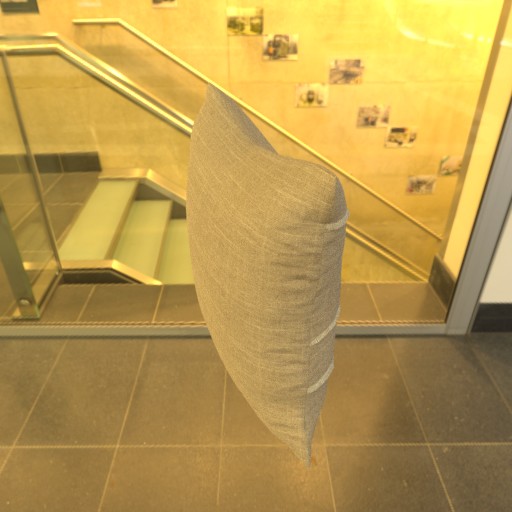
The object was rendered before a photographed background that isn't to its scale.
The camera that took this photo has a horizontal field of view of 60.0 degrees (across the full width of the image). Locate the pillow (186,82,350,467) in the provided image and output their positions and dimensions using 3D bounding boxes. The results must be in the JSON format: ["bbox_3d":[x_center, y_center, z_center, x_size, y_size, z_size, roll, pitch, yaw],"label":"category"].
[{"bbox_3d":[0.000,0.000,0.633,0.169,0.400,0.424,-11,34,-17],"label":"pillow"}]
